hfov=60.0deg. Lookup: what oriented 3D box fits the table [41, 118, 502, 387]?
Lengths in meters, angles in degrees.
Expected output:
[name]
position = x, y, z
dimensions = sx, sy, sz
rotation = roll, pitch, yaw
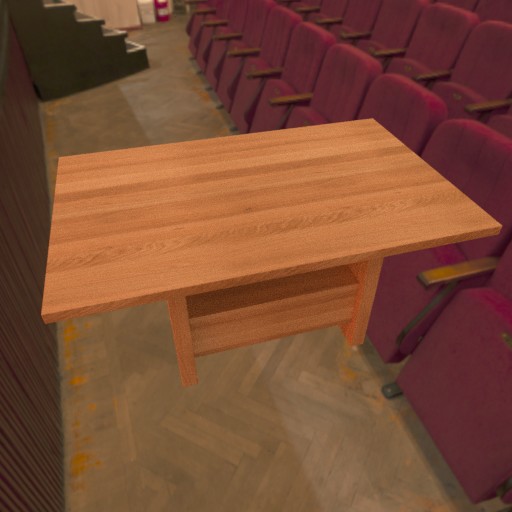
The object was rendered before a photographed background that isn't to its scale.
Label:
[table]
position = 0.000, 0.000, 1.428
dimensions = 1.100, 0.510, 0.700
rotation = -10, 41, -12
